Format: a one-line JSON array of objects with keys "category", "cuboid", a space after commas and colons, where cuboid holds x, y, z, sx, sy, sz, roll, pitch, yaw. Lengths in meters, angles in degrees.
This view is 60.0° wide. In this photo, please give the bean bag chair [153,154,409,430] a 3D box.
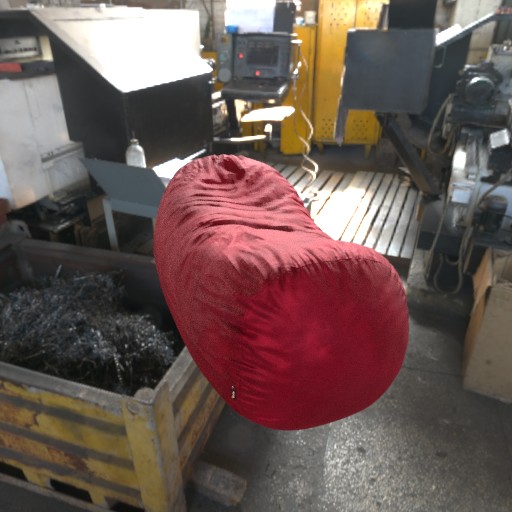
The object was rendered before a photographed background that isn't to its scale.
[{"category": "bean bag chair", "cuboid": [0.000, 0.000, 2.837, 1.216, 0.867, 2.293, -10, 31, -18]}]
